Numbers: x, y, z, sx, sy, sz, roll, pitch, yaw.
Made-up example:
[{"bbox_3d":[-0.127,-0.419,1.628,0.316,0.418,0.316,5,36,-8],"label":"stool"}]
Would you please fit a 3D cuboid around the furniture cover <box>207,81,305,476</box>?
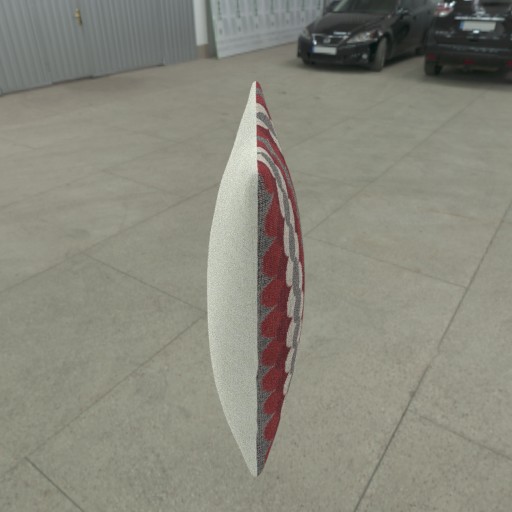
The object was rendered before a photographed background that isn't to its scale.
[{"bbox_3d":[0.000,0.000,0.654,0.145,0.420,0.435,0,32,0],"label":"furniture cover"}]
